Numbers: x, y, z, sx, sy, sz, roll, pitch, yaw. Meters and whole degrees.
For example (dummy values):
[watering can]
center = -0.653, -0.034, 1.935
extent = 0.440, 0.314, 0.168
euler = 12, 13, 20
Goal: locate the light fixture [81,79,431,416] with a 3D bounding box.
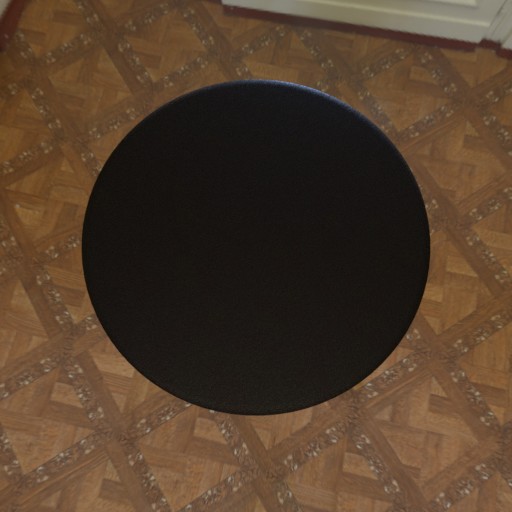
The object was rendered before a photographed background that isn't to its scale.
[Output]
[light fixture]
center = 0.000, 0.000, 0.605
extent = 0.389, 0.229, 0.389
euler = 0, 76, 0
